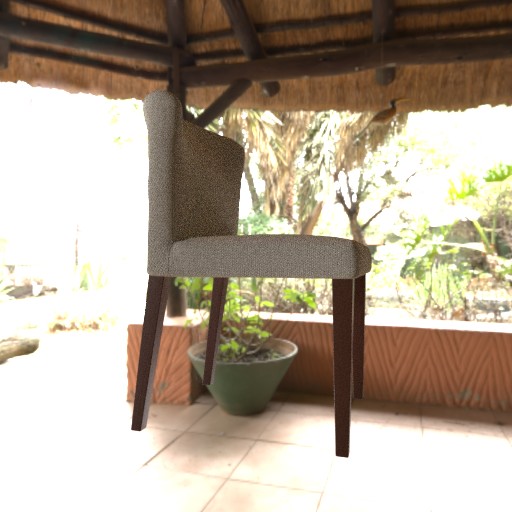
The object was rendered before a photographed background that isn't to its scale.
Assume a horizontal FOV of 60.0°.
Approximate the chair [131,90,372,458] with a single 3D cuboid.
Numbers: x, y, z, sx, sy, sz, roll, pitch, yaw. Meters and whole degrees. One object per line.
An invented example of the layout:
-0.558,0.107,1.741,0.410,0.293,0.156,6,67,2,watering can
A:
0.000,0.000,1.203,0.589,0.839,0.491,0,-1,17,chair
